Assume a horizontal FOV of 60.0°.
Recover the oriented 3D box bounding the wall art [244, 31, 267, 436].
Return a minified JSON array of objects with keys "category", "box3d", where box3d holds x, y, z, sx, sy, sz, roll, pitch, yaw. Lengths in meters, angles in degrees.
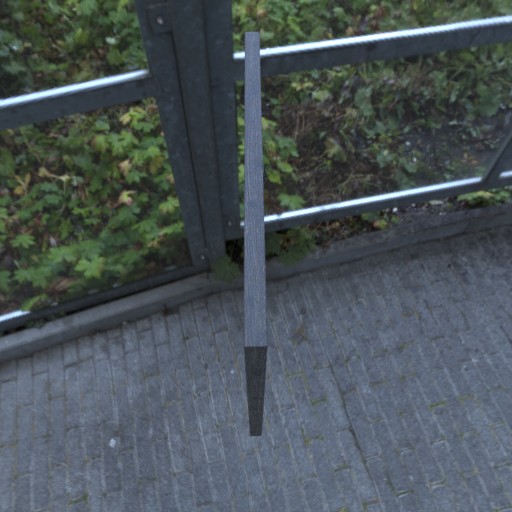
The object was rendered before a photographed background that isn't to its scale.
[{"category":"wall art","box3d":[0.000,0.000,0.702,0.027,0.459,0.462,-1,59,0]}]
